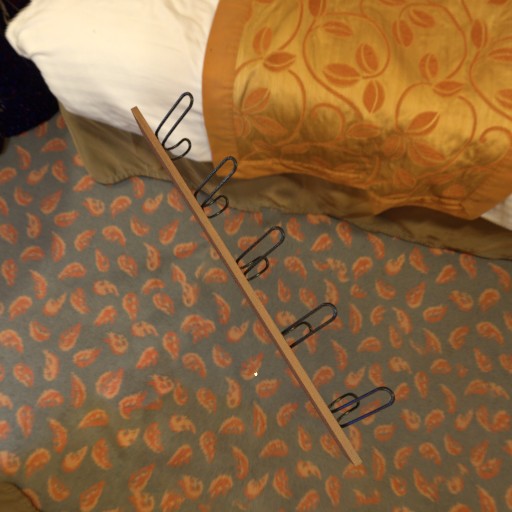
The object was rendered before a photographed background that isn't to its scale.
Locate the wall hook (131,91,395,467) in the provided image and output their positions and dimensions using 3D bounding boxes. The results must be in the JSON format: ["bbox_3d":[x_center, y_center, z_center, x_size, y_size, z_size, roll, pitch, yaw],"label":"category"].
[{"bbox_3d":[0.000,0.000,0.588,0.076,0.116,0.554,-31,77,-8],"label":"wall hook"}]
